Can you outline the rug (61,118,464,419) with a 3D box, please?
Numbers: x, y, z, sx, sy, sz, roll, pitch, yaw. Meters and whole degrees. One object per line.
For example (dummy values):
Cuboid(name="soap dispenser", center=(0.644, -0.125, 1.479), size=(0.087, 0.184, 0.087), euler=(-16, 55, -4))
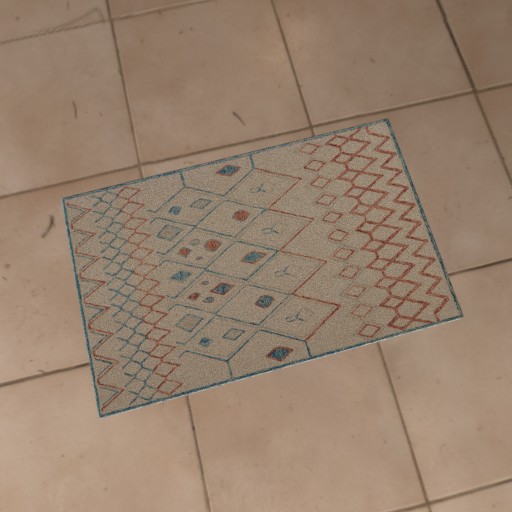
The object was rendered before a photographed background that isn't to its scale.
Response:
Cuboid(name="rug", center=(0.000, 0.000, 3.029), size=(2.438, 0.015, 1.524), euler=(-15, 76, -4))
